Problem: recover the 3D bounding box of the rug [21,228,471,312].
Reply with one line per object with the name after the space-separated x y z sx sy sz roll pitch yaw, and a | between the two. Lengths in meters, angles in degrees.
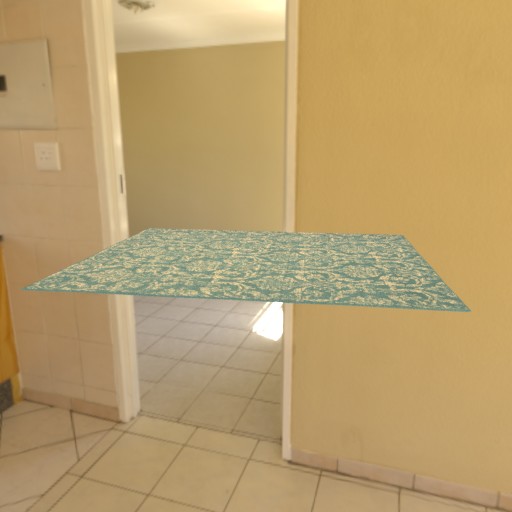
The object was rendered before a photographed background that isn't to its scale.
0.000 0.000 4.025 2.980 0.012 2.363 2 14 8 | rug
